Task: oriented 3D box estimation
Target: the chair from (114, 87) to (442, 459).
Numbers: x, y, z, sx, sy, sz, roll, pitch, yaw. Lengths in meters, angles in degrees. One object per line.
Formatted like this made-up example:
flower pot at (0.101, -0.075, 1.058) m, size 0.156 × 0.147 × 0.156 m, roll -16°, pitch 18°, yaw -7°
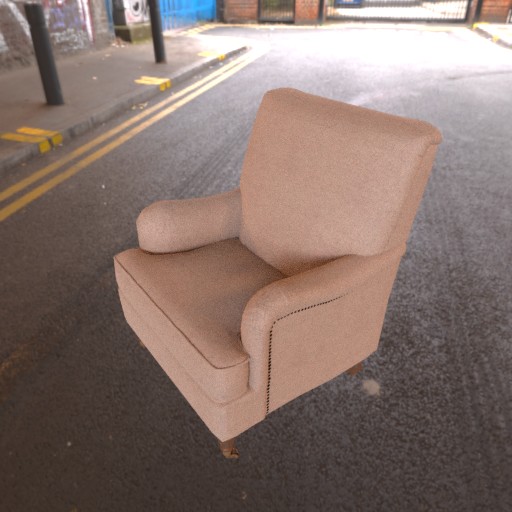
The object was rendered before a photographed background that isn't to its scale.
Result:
chair at (0.000, 0.000, 1.804) m, size 0.953 × 1.119 × 0.879 m, roll -22°, pitch 38°, yaw -31°
